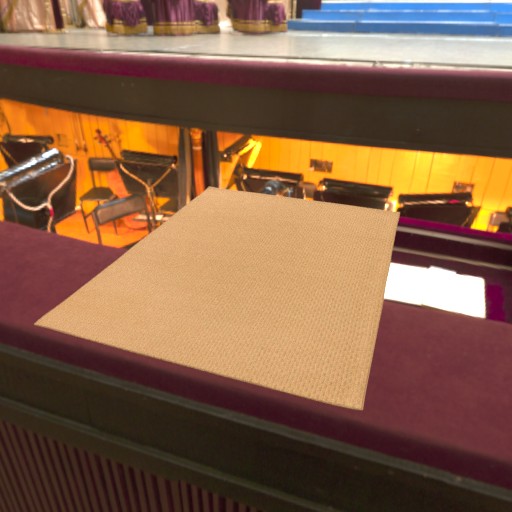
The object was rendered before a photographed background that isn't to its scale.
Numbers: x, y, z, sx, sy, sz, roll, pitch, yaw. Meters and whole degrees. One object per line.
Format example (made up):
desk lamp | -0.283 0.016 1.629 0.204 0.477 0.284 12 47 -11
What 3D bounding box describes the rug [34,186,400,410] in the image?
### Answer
rug | 0.000 0.000 3.945 2.277 0.035 2.897 10 31 17
